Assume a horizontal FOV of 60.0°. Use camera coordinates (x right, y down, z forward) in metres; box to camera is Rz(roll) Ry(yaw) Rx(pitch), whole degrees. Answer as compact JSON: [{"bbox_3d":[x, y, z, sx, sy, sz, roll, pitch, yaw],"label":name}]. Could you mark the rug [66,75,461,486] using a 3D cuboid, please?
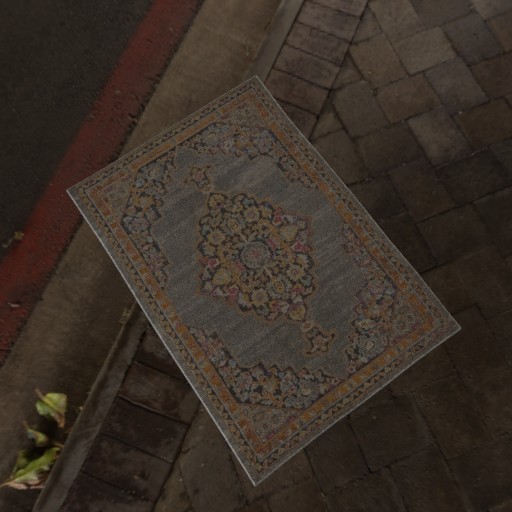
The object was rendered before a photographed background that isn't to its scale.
[{"bbox_3d":[0.000,0.000,3.734,2.043,0.026,2.901,-34,78,-8],"label":"rug"}]
